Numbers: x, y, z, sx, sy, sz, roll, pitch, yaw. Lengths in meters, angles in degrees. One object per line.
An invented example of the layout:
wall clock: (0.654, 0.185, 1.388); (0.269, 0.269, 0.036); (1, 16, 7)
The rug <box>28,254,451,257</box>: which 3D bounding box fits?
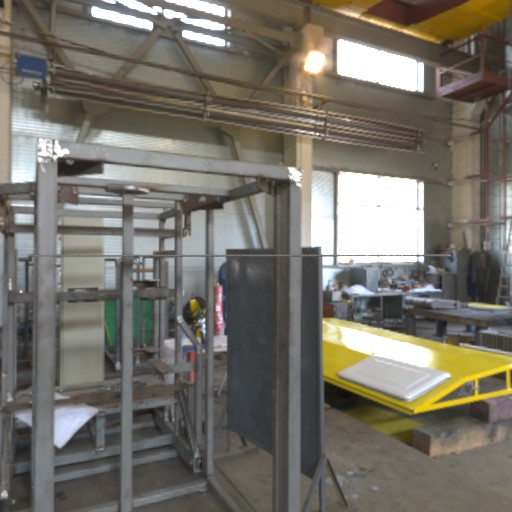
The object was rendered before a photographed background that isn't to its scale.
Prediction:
rug: (0.000, 0.000, 2.958); (2.235, 0.008, 1.600); (0, 0, 18)
